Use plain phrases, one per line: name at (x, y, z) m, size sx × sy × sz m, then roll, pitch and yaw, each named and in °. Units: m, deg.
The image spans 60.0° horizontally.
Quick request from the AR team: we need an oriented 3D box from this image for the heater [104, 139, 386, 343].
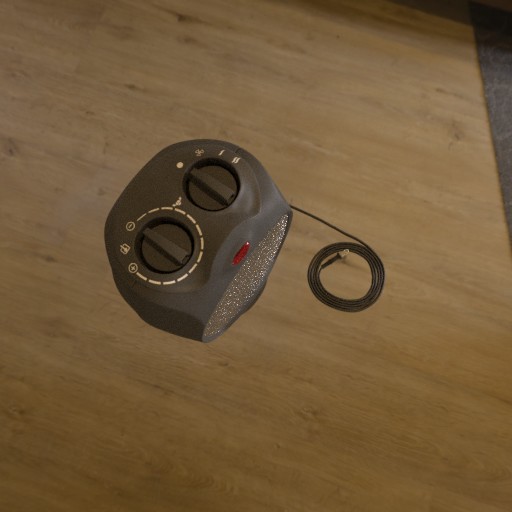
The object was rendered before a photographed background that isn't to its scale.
heater at (0.000, 0.000, 0.463) m, size 0.291 × 0.240 × 0.239 m, roll 34°, pitch 79°, yaw 7°
